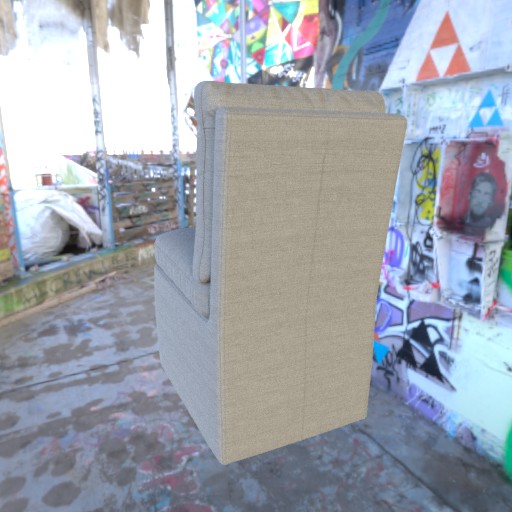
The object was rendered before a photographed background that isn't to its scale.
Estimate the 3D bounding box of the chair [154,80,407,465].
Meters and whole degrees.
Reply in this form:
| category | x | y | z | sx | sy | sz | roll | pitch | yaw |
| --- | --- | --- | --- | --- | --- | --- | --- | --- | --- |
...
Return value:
| category | x | y | z | sx | sy | sz | roll | pitch | yaw |
| --- | --- | --- | --- | --- | --- | --- | --- | --- | --- |
| chair | 0.000 | 0.000 | 1.346 | 0.503 | 0.927 | 0.698 | -7 | 16 | -25 |
